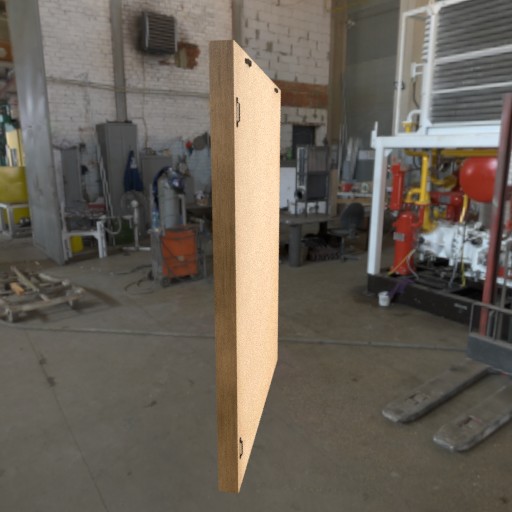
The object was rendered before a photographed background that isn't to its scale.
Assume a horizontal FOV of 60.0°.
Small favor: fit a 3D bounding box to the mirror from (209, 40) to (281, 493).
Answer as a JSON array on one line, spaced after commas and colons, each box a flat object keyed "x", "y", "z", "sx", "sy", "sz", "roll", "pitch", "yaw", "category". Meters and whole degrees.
[{"x": 0.000, "y": 0.000, "z": 0.917, "sx": 0.040, "sy": 0.710, "sz": 0.507, "roll": 2, "pitch": 13, "yaw": 10, "category": "mirror"}]
